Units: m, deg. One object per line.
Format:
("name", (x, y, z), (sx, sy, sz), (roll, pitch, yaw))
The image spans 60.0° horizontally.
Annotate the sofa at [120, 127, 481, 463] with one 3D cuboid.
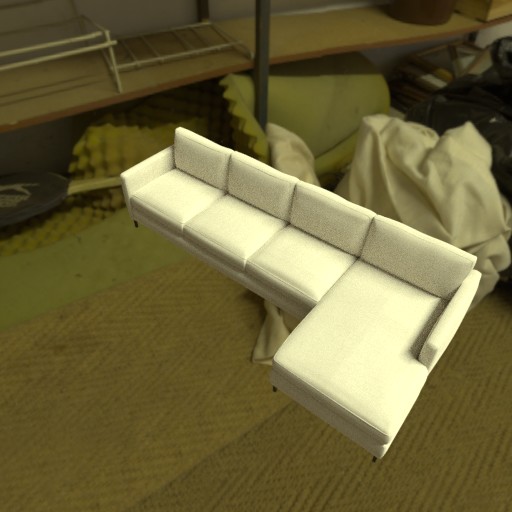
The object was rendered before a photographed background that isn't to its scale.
("sofa", (0.000, 0.000, 2.846), (2.445, 0.677, 1.126), (29, 51, 27))
